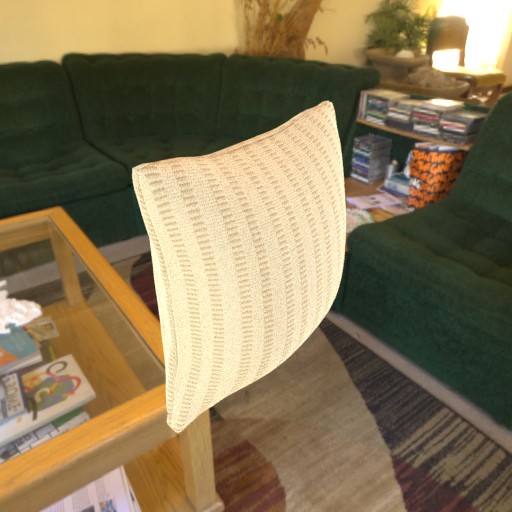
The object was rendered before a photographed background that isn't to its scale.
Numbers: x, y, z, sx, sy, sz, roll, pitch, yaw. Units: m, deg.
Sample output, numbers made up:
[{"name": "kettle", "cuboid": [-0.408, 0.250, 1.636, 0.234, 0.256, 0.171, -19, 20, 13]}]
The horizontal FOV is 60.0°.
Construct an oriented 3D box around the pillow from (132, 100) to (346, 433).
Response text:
[{"name": "pillow", "cuboid": [0.000, 0.000, 0.719, 0.247, 0.419, 0.438, 21, 36, 31]}]
